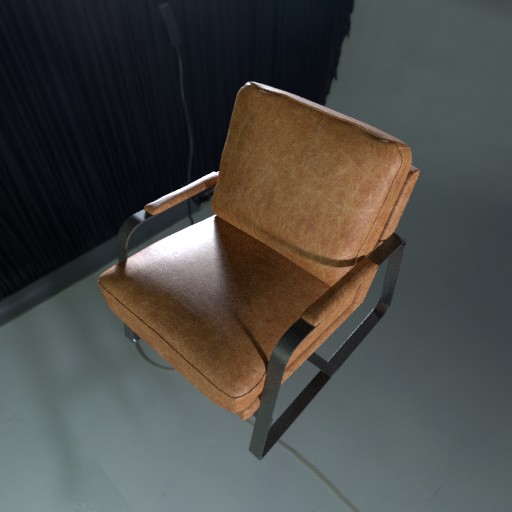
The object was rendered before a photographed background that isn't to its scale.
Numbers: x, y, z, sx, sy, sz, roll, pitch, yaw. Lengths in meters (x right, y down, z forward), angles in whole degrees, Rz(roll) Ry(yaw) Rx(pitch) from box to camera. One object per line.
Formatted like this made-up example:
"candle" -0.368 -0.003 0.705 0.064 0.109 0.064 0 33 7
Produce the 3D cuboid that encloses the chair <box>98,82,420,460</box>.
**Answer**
"chair" 0.000 0.000 1.355 0.651 0.777 0.801 33 55 27
